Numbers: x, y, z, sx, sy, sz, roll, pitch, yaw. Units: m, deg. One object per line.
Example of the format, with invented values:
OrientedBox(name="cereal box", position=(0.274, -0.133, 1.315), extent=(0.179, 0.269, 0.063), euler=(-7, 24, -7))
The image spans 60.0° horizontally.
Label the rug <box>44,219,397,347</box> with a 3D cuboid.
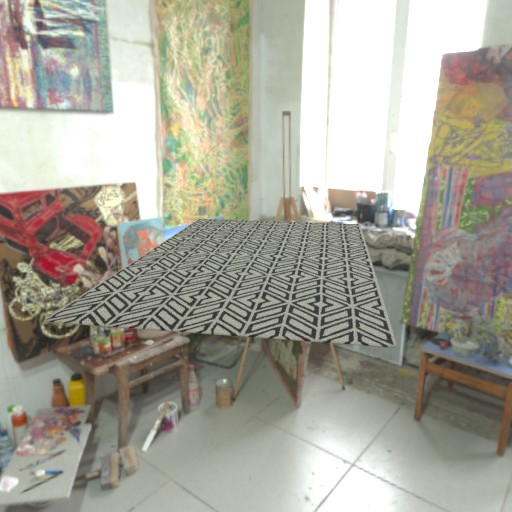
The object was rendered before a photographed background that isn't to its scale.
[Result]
OrientedBox(name="rug", position=(0.000, 0.000, 3.006), extent=(1.523, 0.008, 2.438), euler=(3, 16, 9))
